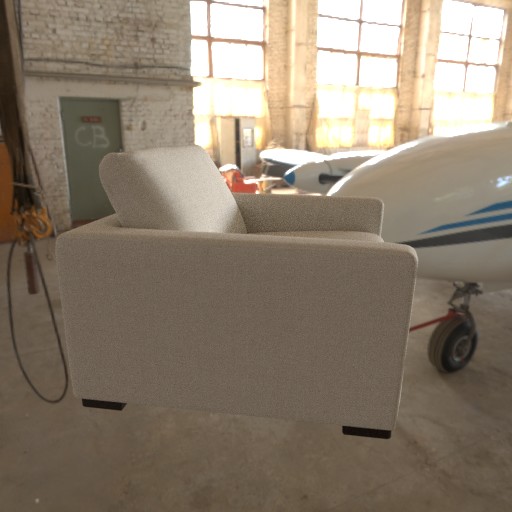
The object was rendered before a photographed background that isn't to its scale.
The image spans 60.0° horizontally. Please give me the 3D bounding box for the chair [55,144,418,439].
[{"bbox_3d":[0.000,0.000,1.830,1.100,0.876,1.070,3,16,9],"label":"chair"}]
